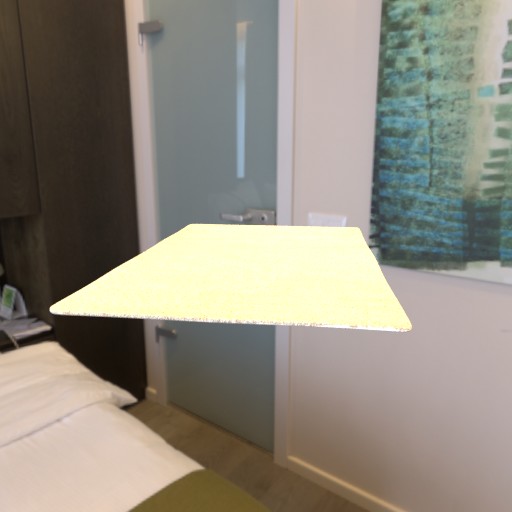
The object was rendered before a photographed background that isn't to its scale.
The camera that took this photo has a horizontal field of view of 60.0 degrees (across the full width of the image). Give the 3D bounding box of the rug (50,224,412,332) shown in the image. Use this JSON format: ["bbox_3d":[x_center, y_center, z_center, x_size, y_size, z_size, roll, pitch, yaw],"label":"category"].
[{"bbox_3d":[0.000,0.000,3.425,1.798,0.025,2.698,2,14,7],"label":"rug"}]
